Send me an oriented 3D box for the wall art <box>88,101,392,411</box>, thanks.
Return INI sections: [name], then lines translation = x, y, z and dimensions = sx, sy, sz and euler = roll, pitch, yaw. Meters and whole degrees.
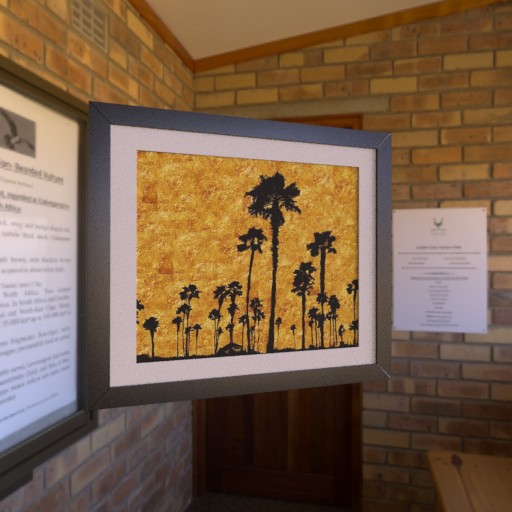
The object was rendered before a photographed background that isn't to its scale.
[wall art]
translation = 0.000, 0.000, 0.540
dimensions = 0.383, 0.332, 0.012
euler = 0, 0, -19
